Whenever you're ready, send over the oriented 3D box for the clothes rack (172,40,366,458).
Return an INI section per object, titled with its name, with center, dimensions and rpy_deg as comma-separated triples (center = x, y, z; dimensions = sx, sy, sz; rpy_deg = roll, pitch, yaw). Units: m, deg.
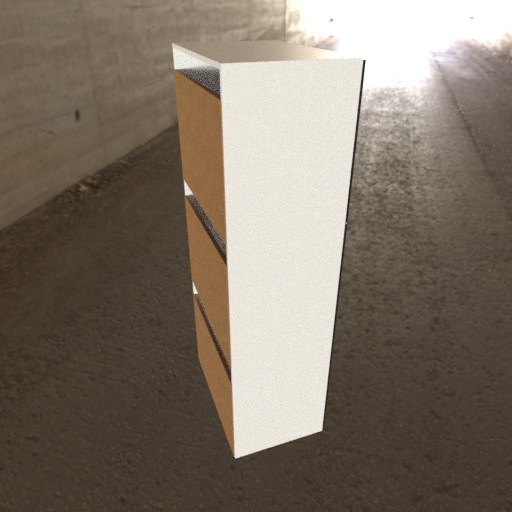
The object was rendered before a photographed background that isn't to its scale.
[clothes rack]
center = 0.000, 0.000, 1.398
dimensions = 0.330, 1.187, 0.500
rpy_deg = -10, 32, -17
